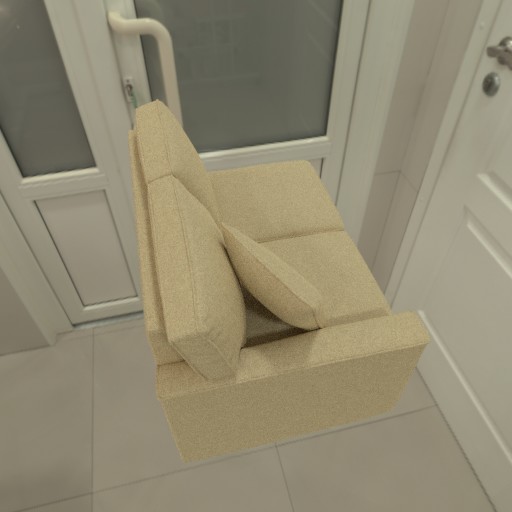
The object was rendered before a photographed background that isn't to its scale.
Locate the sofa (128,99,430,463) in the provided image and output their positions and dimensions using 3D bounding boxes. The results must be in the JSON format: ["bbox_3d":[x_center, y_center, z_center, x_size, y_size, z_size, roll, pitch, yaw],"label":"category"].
[{"bbox_3d":[0.000,0.000,2.063,0.991,0.989,1.388,-10,48,-9],"label":"sofa"}]
